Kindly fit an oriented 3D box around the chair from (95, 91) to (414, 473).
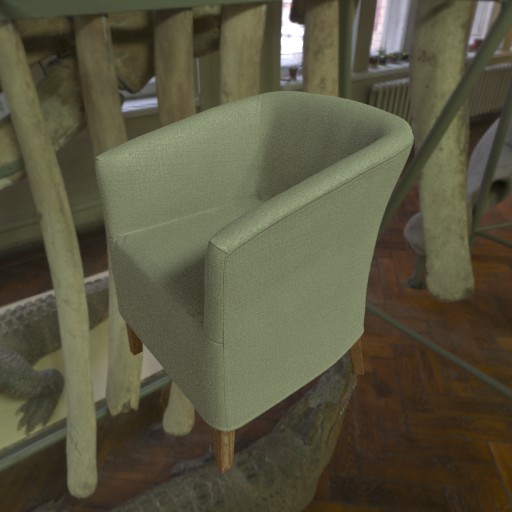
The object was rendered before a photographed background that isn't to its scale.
[{"bbox_3d":[0.000,0.000,1.253,0.668,0.771,0.600,-22,38,-31],"label":"chair"}]
